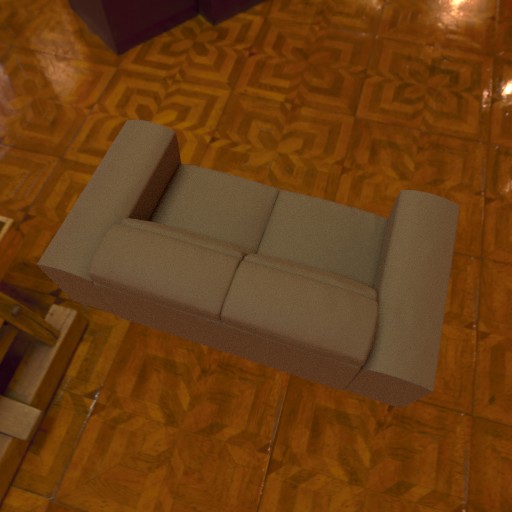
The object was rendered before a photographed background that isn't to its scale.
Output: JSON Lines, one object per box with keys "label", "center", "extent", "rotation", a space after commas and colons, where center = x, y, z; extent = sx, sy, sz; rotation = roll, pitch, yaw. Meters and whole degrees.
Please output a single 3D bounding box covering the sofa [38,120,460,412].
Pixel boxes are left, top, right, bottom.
{"label": "sofa", "center": [0.000, 0.000, 2.382], "extent": [1.895, 0.779, 1.003], "rotation": [16, 64, 8]}
